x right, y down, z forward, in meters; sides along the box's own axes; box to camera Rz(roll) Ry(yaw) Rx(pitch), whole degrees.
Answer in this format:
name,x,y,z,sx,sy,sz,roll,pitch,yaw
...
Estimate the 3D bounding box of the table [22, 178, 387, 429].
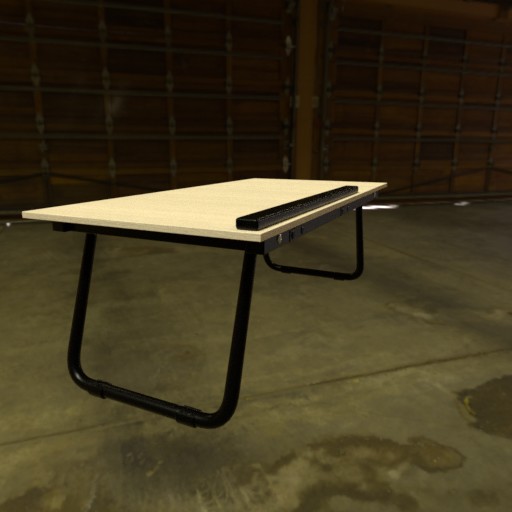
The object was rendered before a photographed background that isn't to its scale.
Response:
name,x,y,z,sx,sy,sz,roll,pitch,yaw
table,0.000,0.000,0.777,0.322,0.242,0.644,7,15,25
